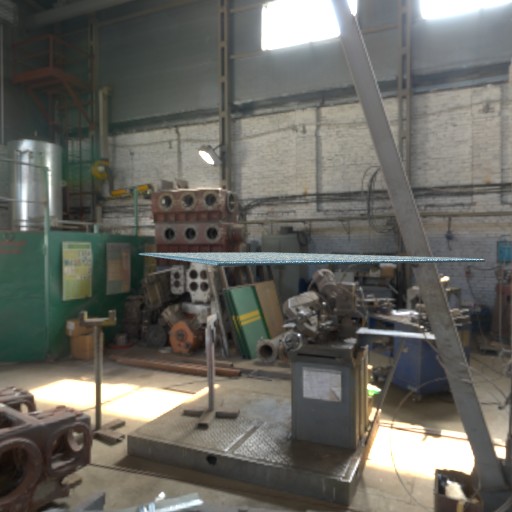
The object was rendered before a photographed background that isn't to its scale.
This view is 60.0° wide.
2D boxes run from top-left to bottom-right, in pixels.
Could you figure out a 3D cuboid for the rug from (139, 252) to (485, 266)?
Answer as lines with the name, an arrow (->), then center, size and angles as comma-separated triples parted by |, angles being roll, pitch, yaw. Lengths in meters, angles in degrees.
rug -> 0.000, 0.000, 1.424 | 0.604, 0.007, 1.219 | 0, 1, -21
